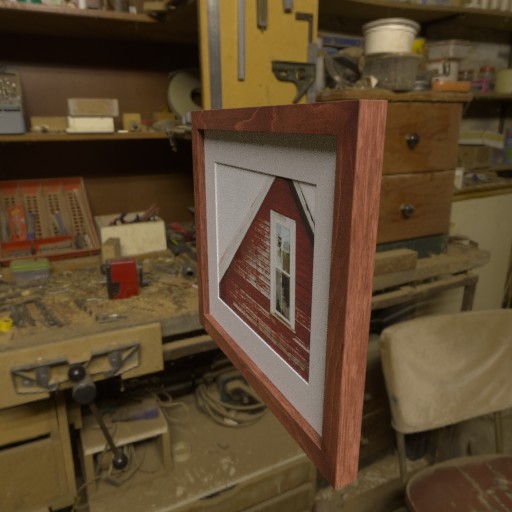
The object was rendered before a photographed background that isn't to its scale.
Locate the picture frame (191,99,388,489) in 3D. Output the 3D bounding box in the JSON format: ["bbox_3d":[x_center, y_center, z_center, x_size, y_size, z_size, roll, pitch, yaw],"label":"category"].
[{"bbox_3d":[0.000,0.000,0.519,0.025,0.330,0.381,-8,19,-24],"label":"picture frame"}]
